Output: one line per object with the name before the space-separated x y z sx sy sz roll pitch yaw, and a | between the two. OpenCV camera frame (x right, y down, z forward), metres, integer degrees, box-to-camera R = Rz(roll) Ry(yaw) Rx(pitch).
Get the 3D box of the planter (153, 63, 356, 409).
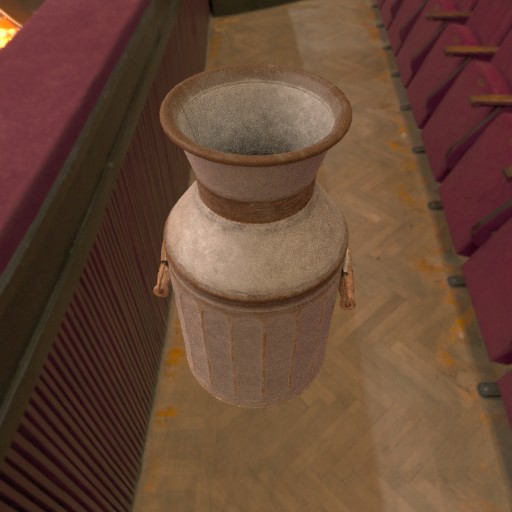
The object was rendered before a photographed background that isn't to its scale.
planter | 0.000 0.000 0.538 0.245 0.396 0.214 4 47 3
